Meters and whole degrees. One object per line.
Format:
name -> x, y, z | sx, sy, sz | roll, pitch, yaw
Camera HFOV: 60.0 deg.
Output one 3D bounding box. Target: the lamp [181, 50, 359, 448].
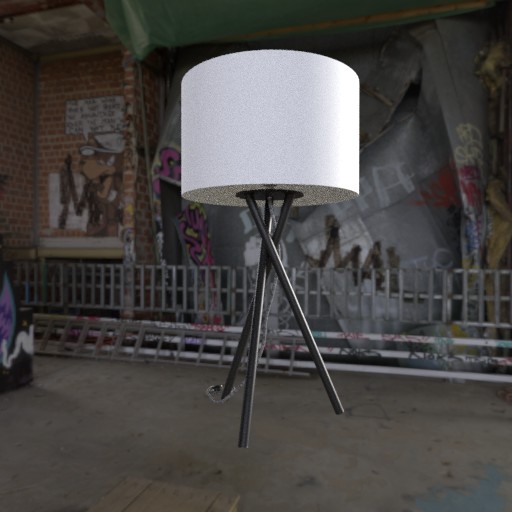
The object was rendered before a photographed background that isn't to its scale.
lamp -> 0.000, 0.000, 0.921 | 0.422, 0.674, 0.353 | 0, 0, 37
